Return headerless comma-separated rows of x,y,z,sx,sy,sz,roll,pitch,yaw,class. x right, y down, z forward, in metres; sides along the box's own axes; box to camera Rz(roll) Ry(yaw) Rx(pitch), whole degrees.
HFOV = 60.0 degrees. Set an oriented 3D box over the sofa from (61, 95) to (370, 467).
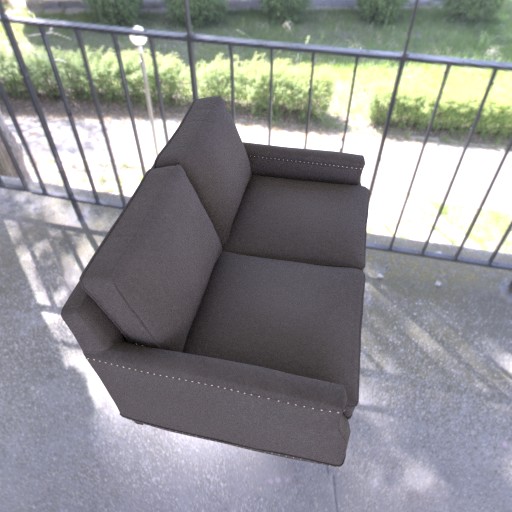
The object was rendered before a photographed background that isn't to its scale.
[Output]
0.000,0.000,2.196,1.084,1.003,1.597,9,46,8,sofa
